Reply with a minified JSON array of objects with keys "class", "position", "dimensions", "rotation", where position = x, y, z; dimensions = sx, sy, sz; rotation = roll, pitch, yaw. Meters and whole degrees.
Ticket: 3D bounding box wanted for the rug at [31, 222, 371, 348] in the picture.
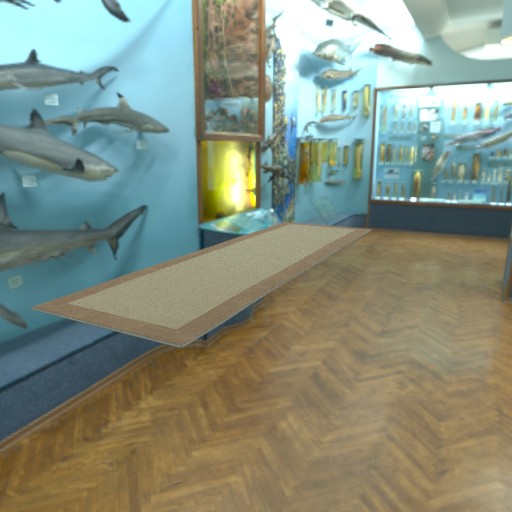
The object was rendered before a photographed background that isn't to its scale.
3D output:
[{"class":"rug","position":[0.000,0.000,2.646],"dimensions":[0.767,0.012,2.430],"rotation":[7,15,28]}]
